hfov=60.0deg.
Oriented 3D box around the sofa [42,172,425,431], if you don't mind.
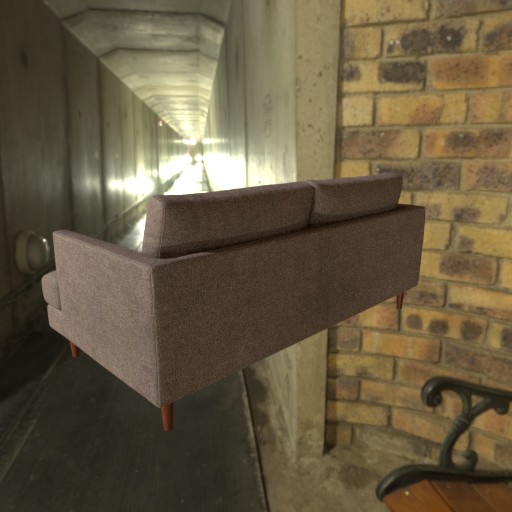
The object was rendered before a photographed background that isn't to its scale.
[{"bbox_3d":[0.000,0.000,2.451,1.948,0.868,1.020,-14,20,-43],"label":"sofa"}]
